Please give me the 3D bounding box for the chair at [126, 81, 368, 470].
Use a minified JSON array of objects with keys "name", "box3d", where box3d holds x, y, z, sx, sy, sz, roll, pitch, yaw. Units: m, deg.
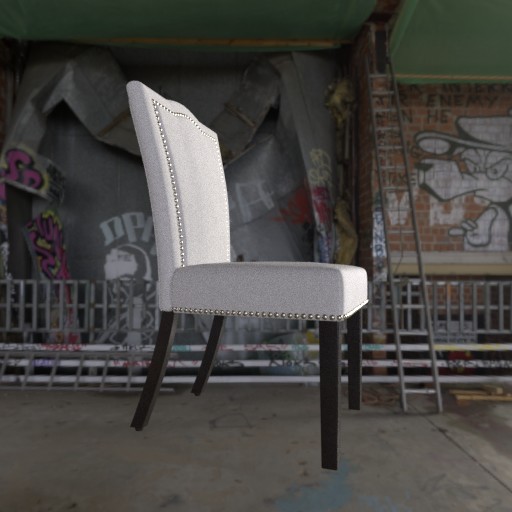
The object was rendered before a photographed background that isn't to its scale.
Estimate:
[{"name":"chair","box3d":[0.000,0.000,1.282,0.589,0.946,0.518,-1,-2,20]}]
